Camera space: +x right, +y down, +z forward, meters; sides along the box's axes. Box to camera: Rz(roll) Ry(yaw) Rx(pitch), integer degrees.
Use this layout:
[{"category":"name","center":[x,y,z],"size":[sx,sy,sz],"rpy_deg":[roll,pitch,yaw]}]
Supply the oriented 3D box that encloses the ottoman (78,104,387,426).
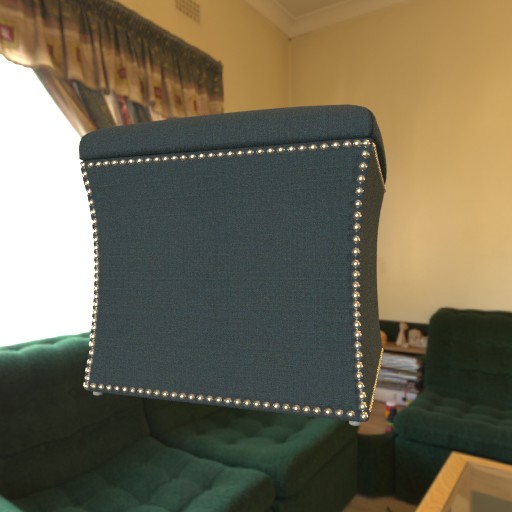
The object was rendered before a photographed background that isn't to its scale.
[{"category":"ottoman","center":[0.000,0.000,0.900],"size":[0.507,0.475,0.497],"rpy_deg":[0,0,18]}]
